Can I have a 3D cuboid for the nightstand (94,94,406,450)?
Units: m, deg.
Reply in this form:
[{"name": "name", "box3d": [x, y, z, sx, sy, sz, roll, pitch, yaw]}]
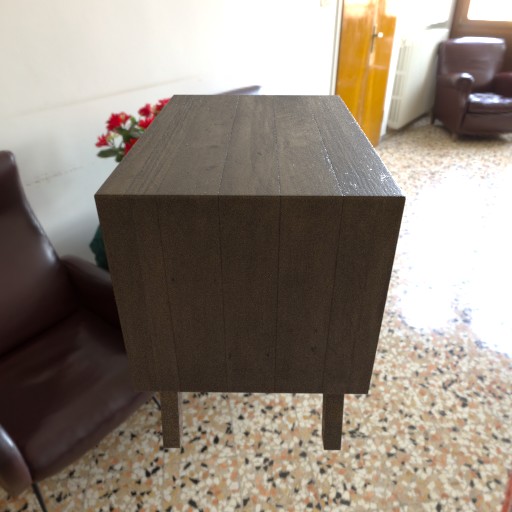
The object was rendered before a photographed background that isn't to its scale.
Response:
[{"name": "nightstand", "box3d": [0.000, 0.000, 1.052, 0.450, 0.599, 0.650, 0, 32, 1]}]
